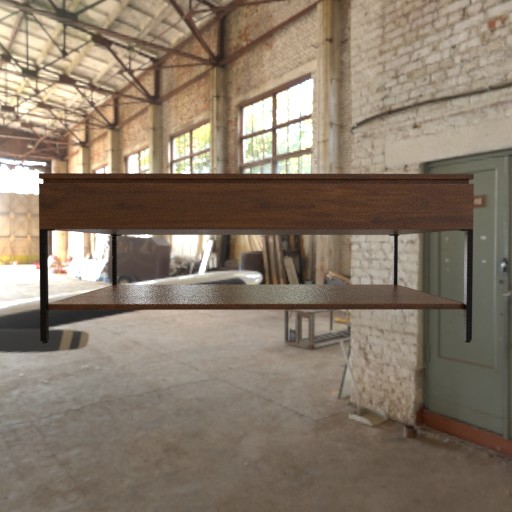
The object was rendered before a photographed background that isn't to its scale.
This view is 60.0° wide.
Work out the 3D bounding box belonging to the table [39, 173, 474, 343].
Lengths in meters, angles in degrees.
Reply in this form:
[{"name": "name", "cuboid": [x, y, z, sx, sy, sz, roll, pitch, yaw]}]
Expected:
[{"name": "table", "cuboid": [0.000, 0.000, 1.367, 1.057, 0.414, 0.574, 0, 1, -1]}]
